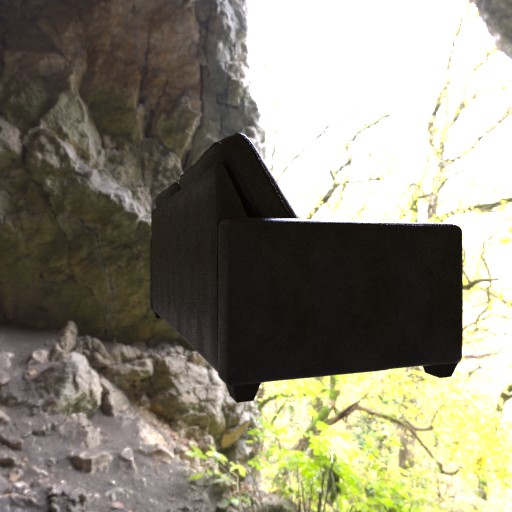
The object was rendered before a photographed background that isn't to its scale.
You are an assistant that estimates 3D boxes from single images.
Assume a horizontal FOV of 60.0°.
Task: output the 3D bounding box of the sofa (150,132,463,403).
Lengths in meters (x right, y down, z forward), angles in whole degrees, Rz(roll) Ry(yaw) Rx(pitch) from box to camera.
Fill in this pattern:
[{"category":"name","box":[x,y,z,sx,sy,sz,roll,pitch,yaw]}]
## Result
[{"category":"sofa","box":[0.000,0.000,2.481,0.939,0.916,2.081,0,0,-20]}]
